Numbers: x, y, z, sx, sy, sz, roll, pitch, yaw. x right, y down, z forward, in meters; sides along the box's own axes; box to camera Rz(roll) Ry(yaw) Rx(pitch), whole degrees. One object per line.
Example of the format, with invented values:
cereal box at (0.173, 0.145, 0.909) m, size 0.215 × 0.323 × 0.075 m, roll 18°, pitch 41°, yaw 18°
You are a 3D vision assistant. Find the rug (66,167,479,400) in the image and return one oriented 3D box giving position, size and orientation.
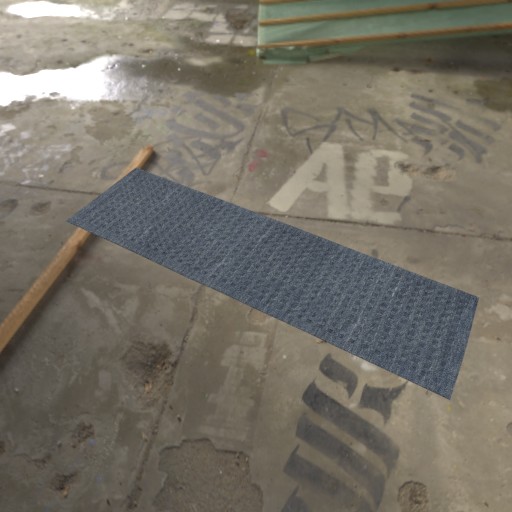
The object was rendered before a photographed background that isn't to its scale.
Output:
rug at (0.000, 0.000, 2.642) m, size 2.443 × 0.008 × 0.688 m, roll 23°, pitch 50°, yaw 20°
